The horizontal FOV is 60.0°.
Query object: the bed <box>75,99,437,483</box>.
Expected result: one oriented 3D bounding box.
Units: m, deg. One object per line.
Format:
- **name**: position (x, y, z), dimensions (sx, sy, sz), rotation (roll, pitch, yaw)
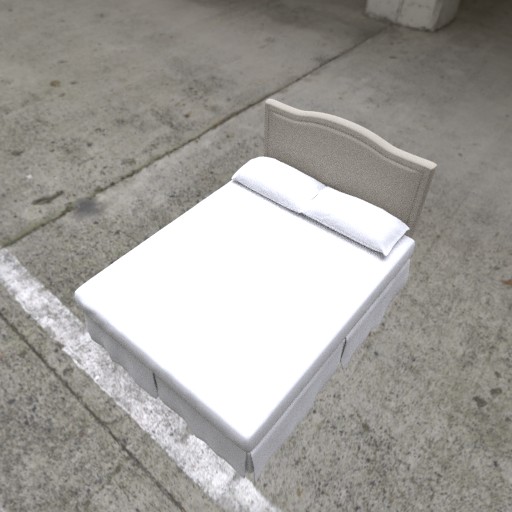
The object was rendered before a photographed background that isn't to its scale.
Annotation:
- **bed**: position (0.000, 0.000, 3.683), dimensions (1.977, 1.437, 2.477), rotation (31, 54, 26)
